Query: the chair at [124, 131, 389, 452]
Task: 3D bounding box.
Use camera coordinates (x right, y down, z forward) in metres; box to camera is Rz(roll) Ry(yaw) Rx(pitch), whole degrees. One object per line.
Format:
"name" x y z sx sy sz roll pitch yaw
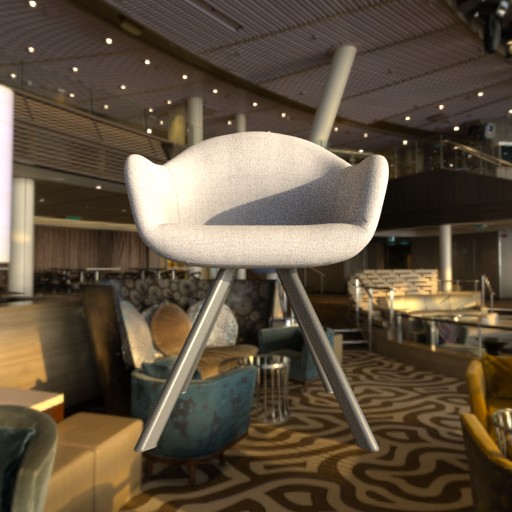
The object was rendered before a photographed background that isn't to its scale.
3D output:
"chair" 0.000 0.000 1.168 0.590 0.795 0.550 0 -2 0
